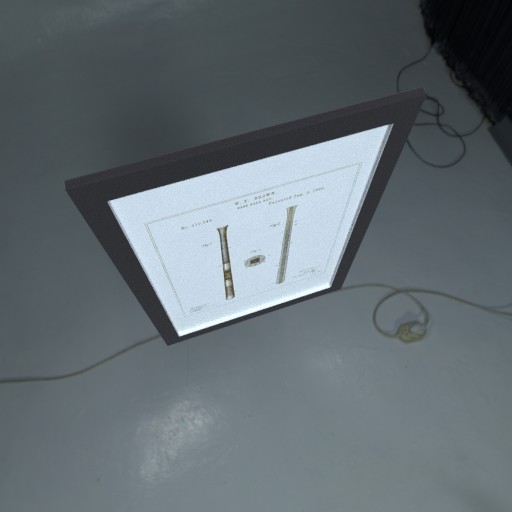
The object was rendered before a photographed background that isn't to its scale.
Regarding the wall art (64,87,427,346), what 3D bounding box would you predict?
[{"bbox_3d":[0.000,0.000,0.671,0.374,0.529,0.012,-17,64,-9],"label":"wall art"}]
